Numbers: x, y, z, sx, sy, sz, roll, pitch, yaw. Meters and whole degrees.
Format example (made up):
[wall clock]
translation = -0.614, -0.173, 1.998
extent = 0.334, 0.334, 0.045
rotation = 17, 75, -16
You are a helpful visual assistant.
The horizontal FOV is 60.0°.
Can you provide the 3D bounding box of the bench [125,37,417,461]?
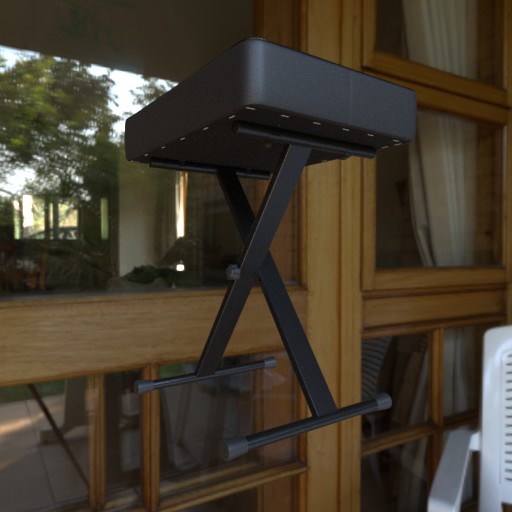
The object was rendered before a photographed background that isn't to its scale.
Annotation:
[bench]
translation = 0.000, 0.000, 0.757
extent = 0.321, 0.500, 0.424
rotation = -1, 1, -36
